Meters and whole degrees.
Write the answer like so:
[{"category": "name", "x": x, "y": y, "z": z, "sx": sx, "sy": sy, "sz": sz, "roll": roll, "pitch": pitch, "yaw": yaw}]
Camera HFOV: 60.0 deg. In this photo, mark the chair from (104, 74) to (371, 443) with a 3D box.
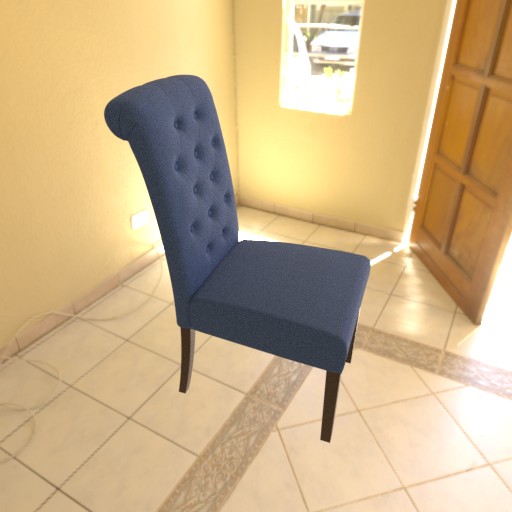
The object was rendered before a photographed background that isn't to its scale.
[{"category": "chair", "x": 0.000, "y": 0.000, "z": 1.385, "sx": 0.671, "sy": 1.006, "sz": 0.456, "roll": 11, "pitch": 32, "yaw": 17}]
